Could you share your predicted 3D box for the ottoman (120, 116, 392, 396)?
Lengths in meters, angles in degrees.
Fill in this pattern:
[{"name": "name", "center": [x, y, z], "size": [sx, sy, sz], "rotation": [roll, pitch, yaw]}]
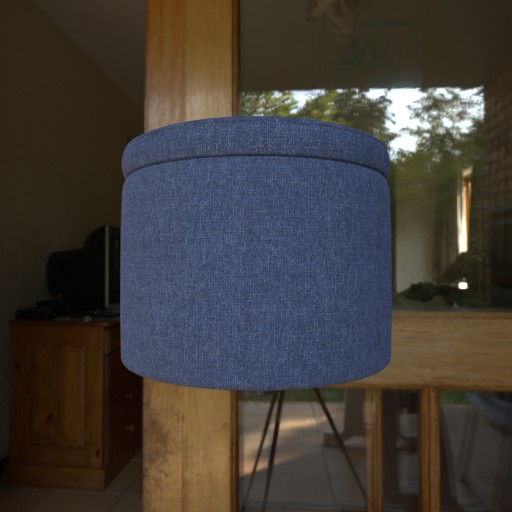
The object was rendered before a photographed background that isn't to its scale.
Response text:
[{"name": "ottoman", "center": [0.000, 0.000, 0.890], "size": [0.520, 0.430, 0.520], "rotation": [0, -1, 0]}]
